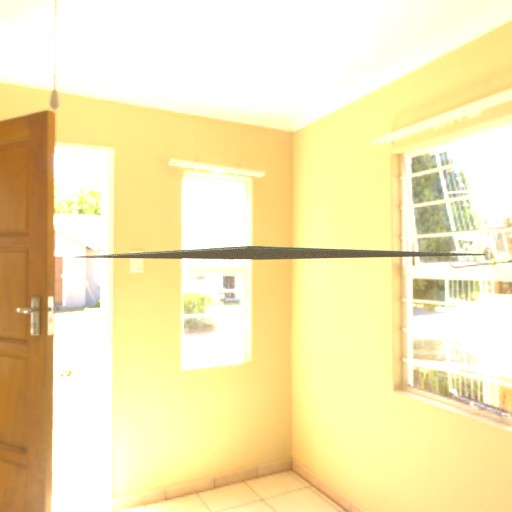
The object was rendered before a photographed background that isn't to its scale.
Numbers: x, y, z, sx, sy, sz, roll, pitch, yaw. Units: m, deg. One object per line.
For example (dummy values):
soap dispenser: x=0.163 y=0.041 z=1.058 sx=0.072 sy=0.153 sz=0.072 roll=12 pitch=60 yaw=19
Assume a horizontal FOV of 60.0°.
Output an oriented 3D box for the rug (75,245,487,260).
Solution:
rug: x=0.000 y=0.000 z=4.001 sx=2.363 sy=0.012 sz=2.980 roll=1 pitch=-2 yaw=-37
